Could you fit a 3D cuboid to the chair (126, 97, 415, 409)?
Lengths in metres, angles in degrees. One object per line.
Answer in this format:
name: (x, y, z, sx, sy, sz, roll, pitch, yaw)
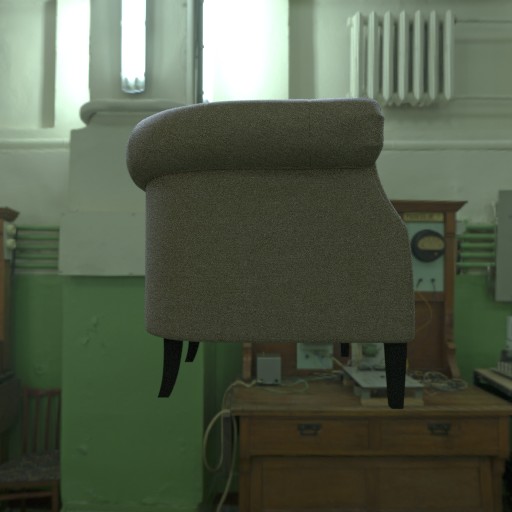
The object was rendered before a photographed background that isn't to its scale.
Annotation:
chair: (0.000, 0.000, 1.538, 0.852, 0.827, 0.905, 0, -2, 0)
